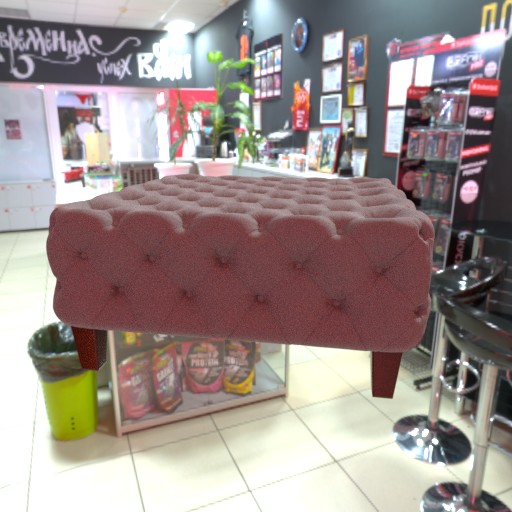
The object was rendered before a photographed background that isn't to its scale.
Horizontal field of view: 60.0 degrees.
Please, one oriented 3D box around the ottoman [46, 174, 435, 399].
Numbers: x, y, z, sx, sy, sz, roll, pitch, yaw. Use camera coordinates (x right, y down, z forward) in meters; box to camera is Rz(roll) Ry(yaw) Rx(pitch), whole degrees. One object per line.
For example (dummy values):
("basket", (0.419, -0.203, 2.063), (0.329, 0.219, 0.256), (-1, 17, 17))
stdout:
("ottoman", (0.000, 0.000, 1.408), (0.917, 0.439, 0.911), (3, 16, 9))
